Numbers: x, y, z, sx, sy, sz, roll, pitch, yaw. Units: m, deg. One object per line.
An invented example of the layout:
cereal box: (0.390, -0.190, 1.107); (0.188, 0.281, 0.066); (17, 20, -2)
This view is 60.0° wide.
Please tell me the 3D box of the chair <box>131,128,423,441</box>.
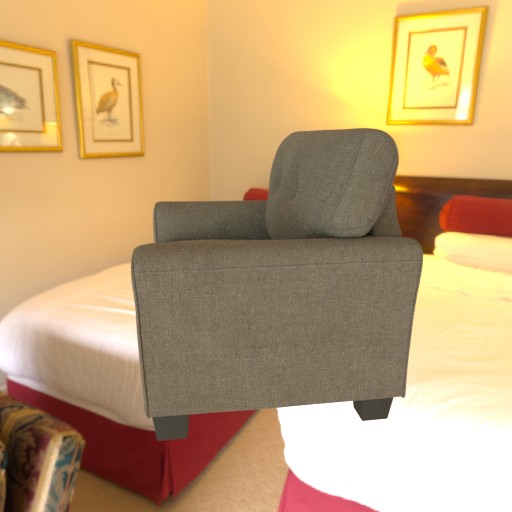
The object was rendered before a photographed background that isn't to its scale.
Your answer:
chair: (0.000, 0.000, 1.624); (0.816, 0.890, 0.941); (-2, 15, -8)
